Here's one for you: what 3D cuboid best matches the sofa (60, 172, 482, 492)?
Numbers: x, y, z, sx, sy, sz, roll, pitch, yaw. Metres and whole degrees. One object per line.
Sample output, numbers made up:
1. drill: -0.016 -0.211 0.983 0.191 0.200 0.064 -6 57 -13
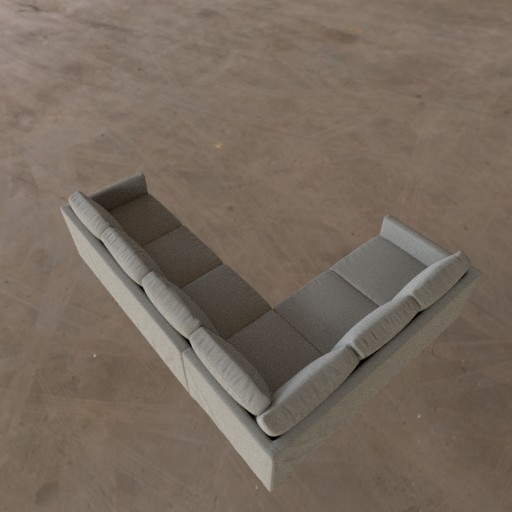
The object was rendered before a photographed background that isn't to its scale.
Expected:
1. sofa: 0.000 0.000 4.274 2.432 0.871 3.182 -31 54 -26
